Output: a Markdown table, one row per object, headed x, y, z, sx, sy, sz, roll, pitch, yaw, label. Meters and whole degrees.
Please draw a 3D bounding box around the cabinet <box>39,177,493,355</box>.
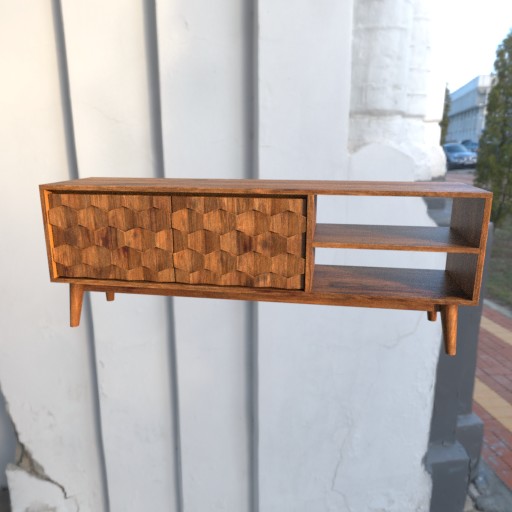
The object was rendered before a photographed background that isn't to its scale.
| x | y | z | sx | sy | sz | roll | pitch | yaw | label |
| --- | --- | --- | --- | --- | --- | --- | --- | --- | --- |
| 0.000 | 0.000 | 1.630 | 1.448 | 0.528 | 0.349 | 2 | 15 | 9 | cabinet |
